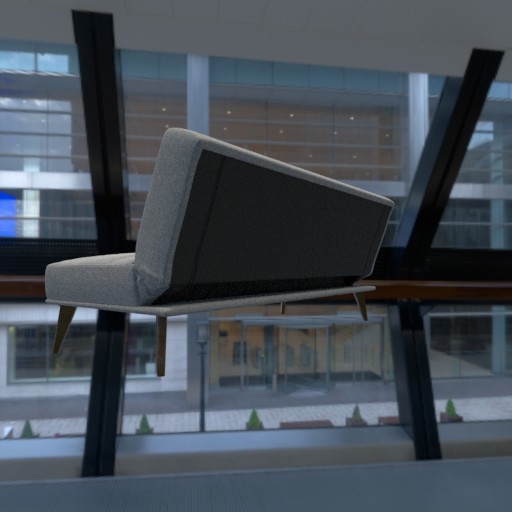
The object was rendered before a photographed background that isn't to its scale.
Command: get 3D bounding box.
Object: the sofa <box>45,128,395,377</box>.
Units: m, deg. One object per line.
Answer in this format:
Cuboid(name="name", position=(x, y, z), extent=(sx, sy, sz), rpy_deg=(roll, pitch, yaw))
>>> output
Cuboid(name="sofa", position=(0.000, 0.000, 2.290), extent=(0.860, 0.810, 1.800), rpy_deg=(-1, -1, 36))
